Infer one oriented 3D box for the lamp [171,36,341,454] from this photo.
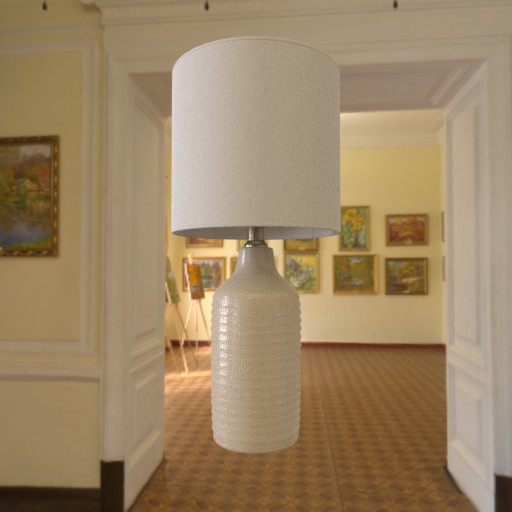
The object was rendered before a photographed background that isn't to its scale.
[{"bbox_3d":[0.000,0.000,0.587,0.220,0.475,0.220,-1,-2,19],"label":"lamp"}]
